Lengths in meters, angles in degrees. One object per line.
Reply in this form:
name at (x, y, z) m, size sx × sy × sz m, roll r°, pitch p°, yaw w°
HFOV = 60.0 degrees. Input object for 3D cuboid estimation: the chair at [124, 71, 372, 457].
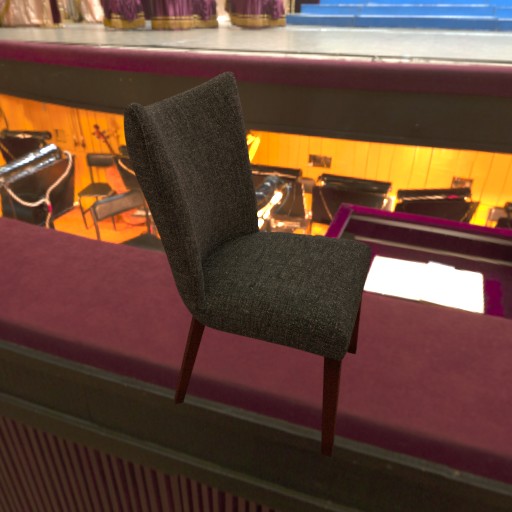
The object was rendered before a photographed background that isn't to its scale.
chair at (0.000, 0.000, 1.287) m, size 0.623 × 0.924 × 0.535 m, roll 10°, pitch 31°, yaw 17°
